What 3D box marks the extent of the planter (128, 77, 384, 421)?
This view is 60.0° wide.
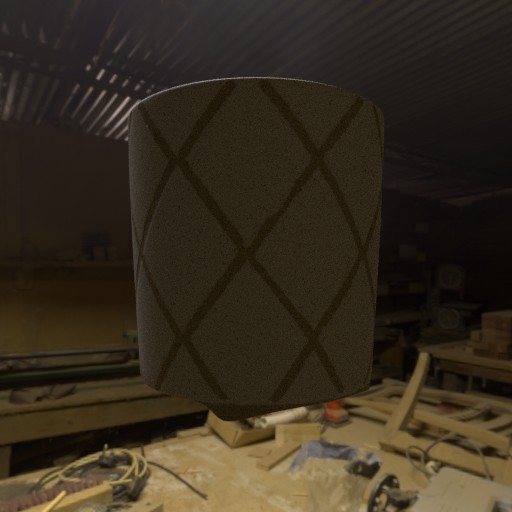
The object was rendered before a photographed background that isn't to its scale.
[{"bbox_3d":[0.000,0.000,0.407,0.228,0.235,0.228,0,-1,0],"label":"planter"}]
